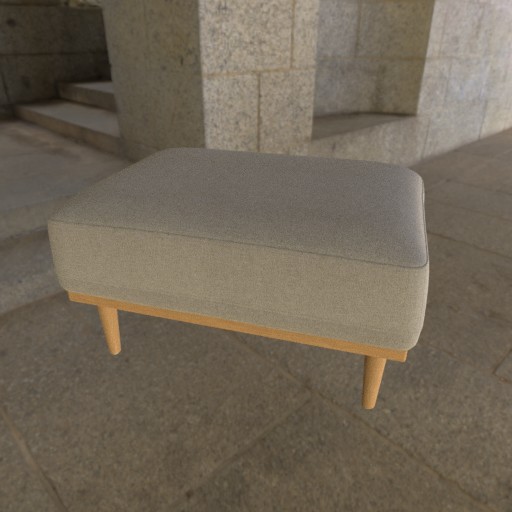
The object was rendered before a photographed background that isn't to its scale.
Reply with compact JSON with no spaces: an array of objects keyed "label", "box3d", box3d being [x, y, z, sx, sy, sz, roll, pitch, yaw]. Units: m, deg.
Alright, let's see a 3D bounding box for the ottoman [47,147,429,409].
[{"label":"ottoman","box3d":[0.000,0.000,1.080,0.749,0.428,0.549,8,28,15]}]
